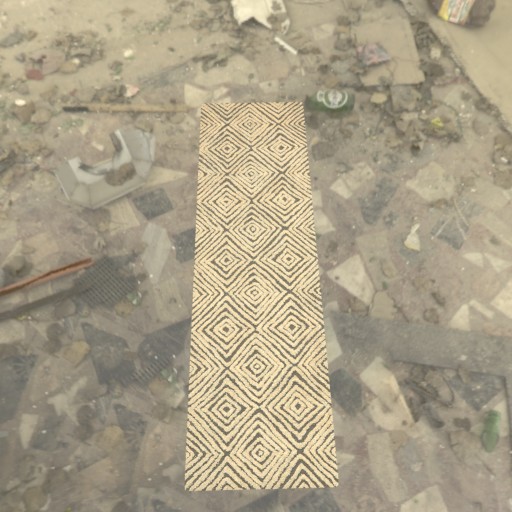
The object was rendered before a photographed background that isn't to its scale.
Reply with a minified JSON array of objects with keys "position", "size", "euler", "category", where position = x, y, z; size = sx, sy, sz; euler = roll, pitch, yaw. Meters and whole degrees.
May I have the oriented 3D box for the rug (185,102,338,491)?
[{"position":[0.000,0.000,2.446],"size":[0.676,0.008,2.277],"euler":[-1,64,-1],"category":"rug"}]
